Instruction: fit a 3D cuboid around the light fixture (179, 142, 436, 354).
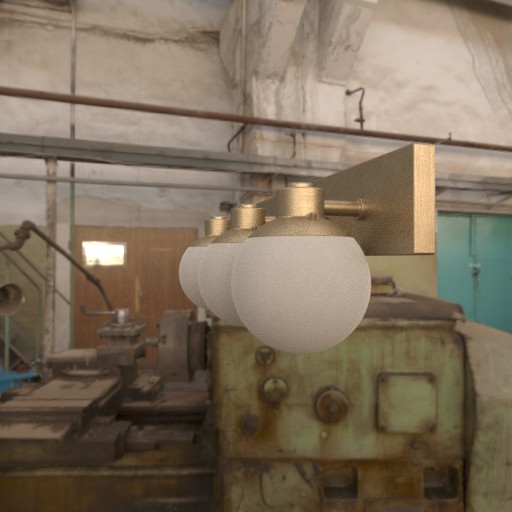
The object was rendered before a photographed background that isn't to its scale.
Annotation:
[{"bbox_3d":[0.000,0.000,0.836,0.218,0.263,0.721,0,0,-18],"label":"light fixture"}]
